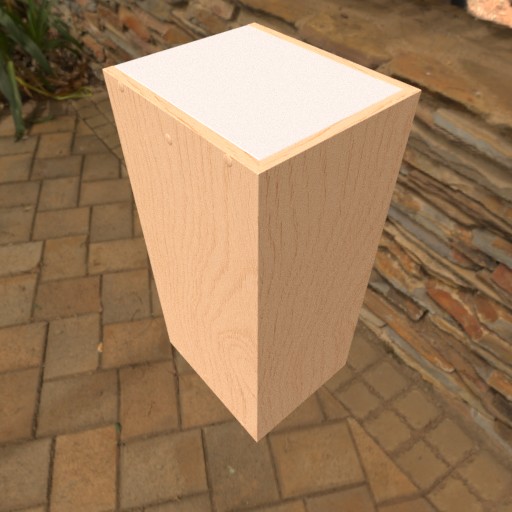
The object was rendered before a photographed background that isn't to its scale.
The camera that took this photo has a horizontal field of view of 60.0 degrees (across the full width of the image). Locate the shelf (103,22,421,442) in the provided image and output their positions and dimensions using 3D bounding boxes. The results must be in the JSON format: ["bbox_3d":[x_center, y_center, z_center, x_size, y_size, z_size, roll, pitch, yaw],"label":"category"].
[{"bbox_3d":[0.000,0.000,0.738,0.250,0.600,0.290,-32,54,-27],"label":"shelf"}]
